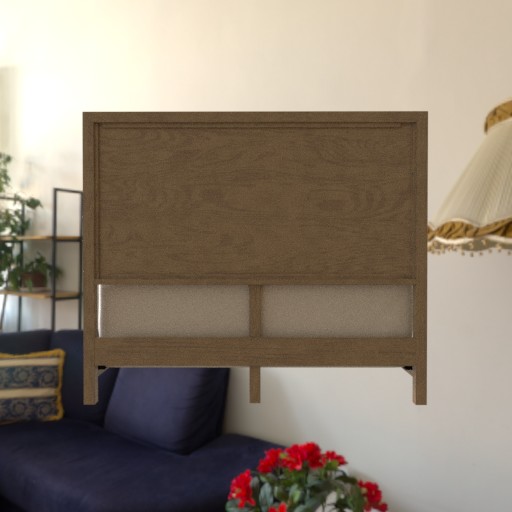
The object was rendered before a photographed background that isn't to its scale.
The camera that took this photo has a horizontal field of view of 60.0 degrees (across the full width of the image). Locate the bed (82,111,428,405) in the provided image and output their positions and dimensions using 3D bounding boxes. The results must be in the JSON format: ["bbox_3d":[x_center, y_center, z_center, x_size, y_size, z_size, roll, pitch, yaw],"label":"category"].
[{"bbox_3d":[0.000,0.000,3.162,1.606,1.369,2.189,0,1,0],"label":"bed"}]
